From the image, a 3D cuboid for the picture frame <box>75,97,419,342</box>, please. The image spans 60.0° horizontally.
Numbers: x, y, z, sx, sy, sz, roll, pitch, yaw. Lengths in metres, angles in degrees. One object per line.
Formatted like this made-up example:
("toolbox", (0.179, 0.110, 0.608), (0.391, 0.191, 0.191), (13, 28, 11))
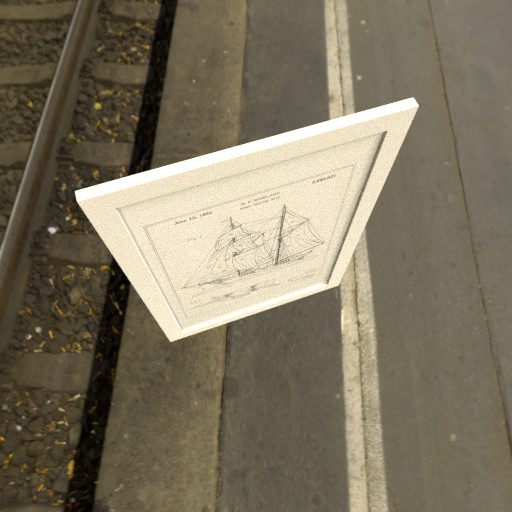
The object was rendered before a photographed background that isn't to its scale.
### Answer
("picture frame", (0.000, 0.000, 0.609), (0.326, 0.459, 0.011), (-18, 66, -8))
